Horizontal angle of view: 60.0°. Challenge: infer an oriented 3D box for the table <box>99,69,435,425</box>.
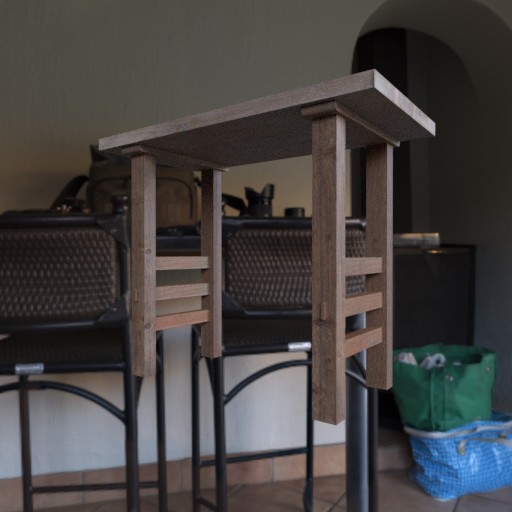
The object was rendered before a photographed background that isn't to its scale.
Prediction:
[{"bbox_3d":[0.000,0.000,1.631,1.119,0.914,0.556,0,0,36],"label":"table"}]
